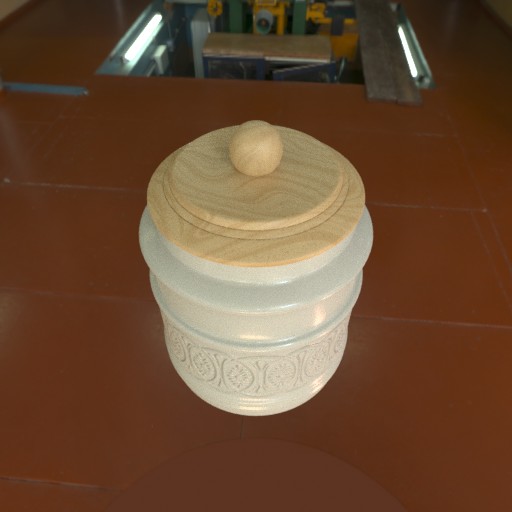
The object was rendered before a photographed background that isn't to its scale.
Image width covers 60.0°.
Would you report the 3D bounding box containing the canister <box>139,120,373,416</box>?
[{"bbox_3d":[0.000,0.000,0.270,0.130,0.176,0.130,0,46,0],"label":"canister"}]
